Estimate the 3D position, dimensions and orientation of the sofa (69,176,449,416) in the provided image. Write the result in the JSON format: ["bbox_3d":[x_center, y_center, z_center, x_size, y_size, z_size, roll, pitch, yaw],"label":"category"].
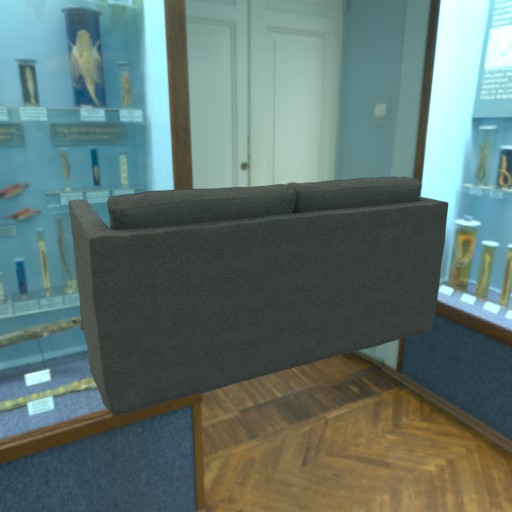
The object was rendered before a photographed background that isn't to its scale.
[{"bbox_3d":[0.000,0.000,2.402,1.802,0.854,0.974,-8,18,-25],"label":"sofa"}]
